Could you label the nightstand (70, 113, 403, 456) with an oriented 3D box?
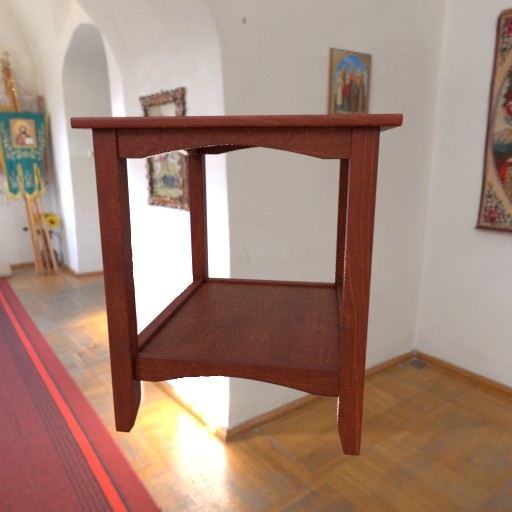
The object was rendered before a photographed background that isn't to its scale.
[{"bbox_3d":[0.000,0.000,0.986,0.501,0.558,0.558,2,14,9],"label":"nightstand"}]
